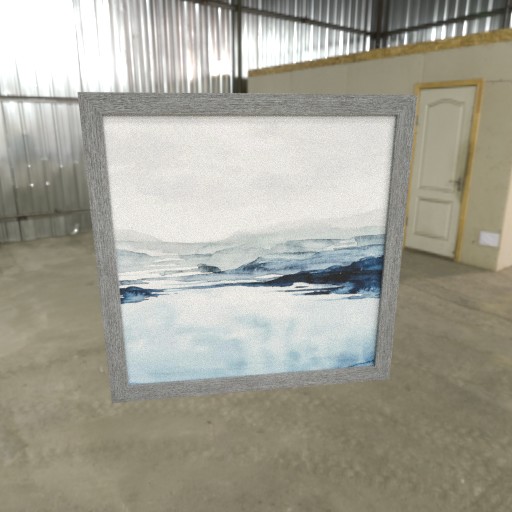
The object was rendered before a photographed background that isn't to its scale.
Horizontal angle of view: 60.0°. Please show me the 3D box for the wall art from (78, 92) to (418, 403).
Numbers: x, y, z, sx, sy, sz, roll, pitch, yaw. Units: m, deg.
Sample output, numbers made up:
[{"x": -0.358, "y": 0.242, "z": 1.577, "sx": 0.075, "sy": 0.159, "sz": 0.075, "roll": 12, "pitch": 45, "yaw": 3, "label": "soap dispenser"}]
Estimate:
[{"x": 0.000, "y": 0.000, "z": 0.995, "sx": 0.685, "sy": 0.685, "sz": 0.020, "roll": -2, "pitch": 17, "yaw": -8, "label": "wall art"}]
